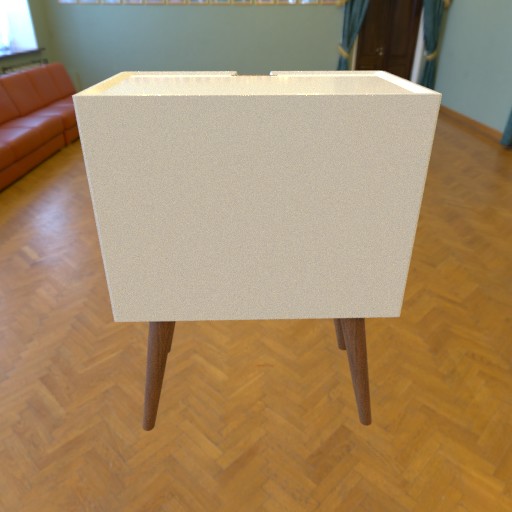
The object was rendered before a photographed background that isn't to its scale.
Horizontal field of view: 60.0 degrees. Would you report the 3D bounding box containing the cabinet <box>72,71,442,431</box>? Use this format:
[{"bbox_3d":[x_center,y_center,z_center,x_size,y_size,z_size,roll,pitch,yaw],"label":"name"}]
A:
[{"bbox_3d":[0.000,0.000,1.040,0.591,0.772,0.344,-1,29,-1],"label":"cabinet"}]
